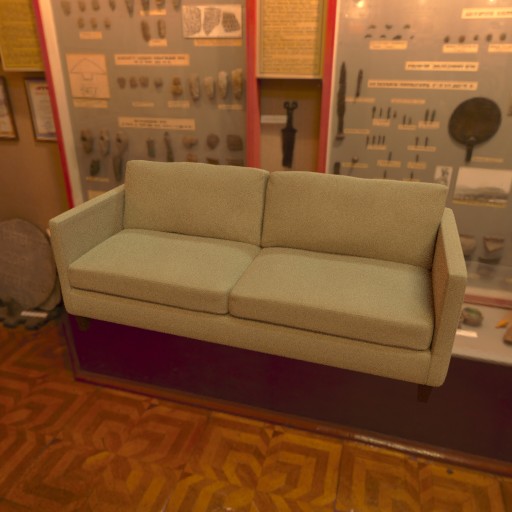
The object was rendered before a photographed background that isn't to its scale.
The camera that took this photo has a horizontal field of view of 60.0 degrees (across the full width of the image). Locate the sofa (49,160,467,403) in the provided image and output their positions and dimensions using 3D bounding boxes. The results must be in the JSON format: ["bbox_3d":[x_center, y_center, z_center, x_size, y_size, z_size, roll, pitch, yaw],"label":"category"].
[{"bbox_3d":[0.000,0.000,2.647,2.181,0.932,0.948,8,26,16],"label":"sofa"}]
